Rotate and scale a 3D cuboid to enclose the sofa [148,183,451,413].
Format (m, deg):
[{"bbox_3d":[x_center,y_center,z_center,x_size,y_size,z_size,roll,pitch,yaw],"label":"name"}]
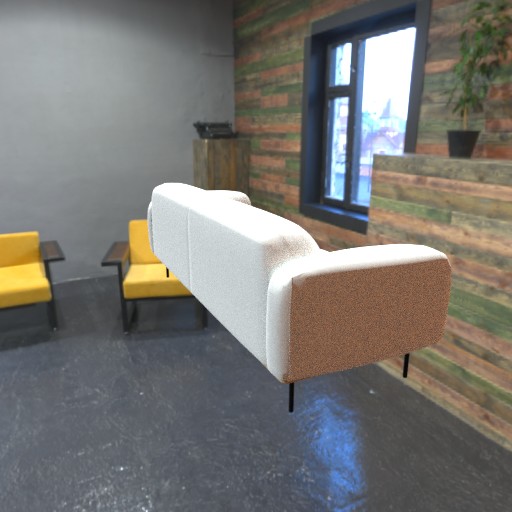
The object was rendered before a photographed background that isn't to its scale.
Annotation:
[{"bbox_3d":[0.000,0.000,2.736,0.870,0.780,2.280,-7,17,-25],"label":"sofa"}]
